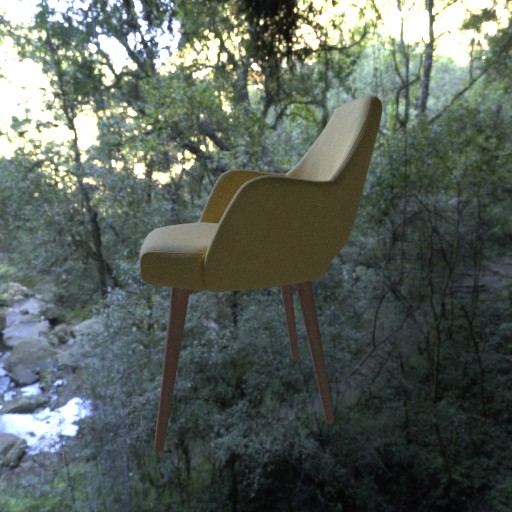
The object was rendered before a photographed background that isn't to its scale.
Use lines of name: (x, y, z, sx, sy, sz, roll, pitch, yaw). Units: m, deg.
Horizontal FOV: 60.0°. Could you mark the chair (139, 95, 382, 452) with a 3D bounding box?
chair: (0.000, 0.000, 1.231, 0.610, 0.840, 0.590, -2, 13, -9)
